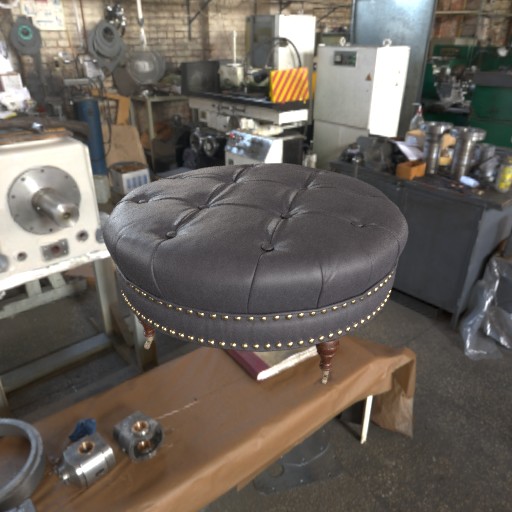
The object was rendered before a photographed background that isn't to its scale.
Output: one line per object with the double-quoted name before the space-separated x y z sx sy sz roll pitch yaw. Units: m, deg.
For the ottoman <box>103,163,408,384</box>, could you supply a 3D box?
"ottoman" 0.000 0.000 1.416 0.901 0.439 0.901 0 26 0
